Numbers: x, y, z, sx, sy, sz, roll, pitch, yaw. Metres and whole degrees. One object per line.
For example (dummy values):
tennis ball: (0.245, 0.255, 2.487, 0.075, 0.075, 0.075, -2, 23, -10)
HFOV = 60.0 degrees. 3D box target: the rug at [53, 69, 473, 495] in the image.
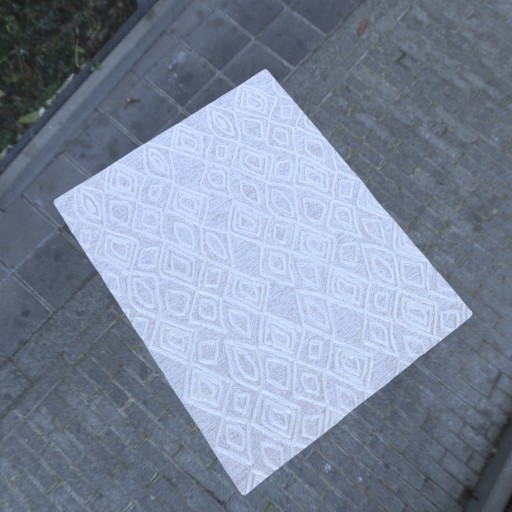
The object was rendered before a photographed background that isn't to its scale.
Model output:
rug: (0.000, 0.000, 3.955, 2.449, 0.025, 3.049, -35, 78, -9)
